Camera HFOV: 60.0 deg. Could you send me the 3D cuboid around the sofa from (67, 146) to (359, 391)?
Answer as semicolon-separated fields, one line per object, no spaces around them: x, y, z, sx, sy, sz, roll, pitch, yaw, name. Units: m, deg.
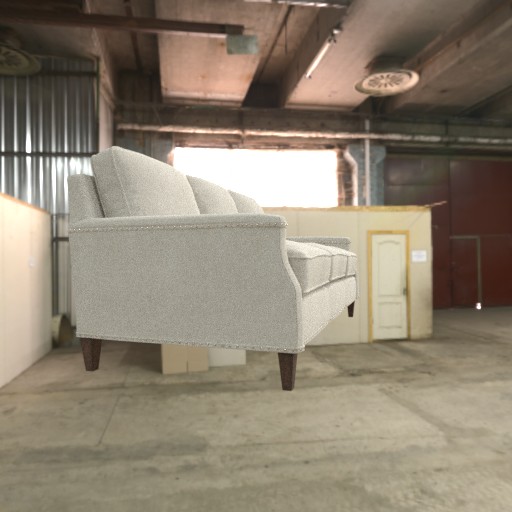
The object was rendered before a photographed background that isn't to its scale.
0.000;0.000;2.810;1.084;1.003;2.246;0;0;18;sofa
